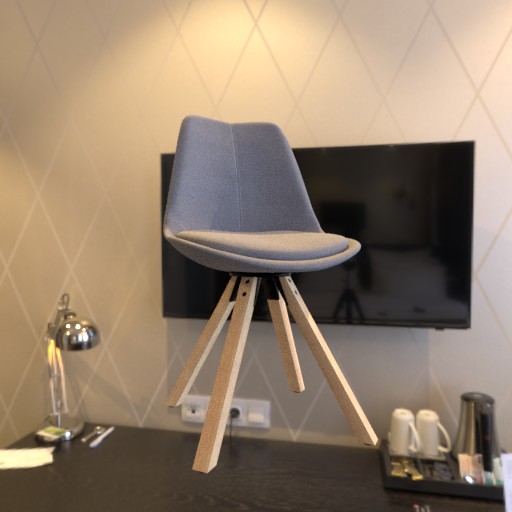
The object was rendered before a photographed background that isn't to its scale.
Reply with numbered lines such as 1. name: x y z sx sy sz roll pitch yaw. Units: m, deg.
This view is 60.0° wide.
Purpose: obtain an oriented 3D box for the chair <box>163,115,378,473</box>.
1. chair: 0.000 0.000 1.176 0.474 0.863 0.549 0 1 -19
